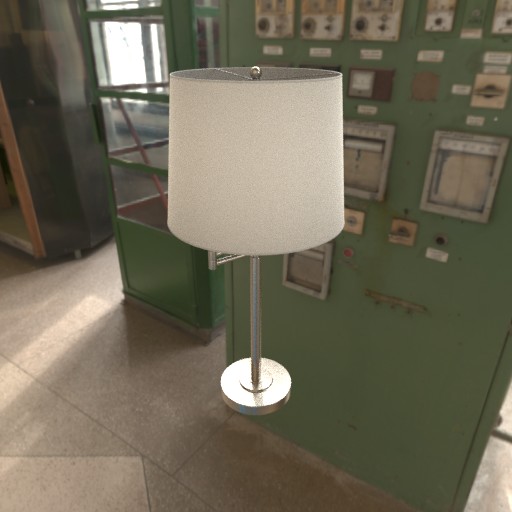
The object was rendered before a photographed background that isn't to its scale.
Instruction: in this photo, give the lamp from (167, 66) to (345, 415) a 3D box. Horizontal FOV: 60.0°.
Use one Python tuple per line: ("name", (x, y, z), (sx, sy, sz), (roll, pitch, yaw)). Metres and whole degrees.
("lamp", (0.000, 0.000, 0.884), (0.333, 0.696, 0.333), (0, 27, 0))
